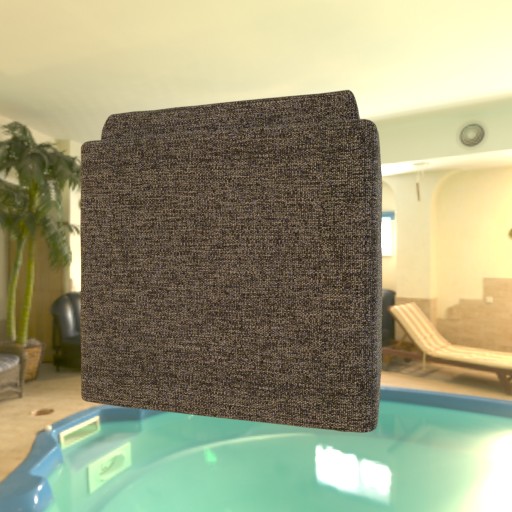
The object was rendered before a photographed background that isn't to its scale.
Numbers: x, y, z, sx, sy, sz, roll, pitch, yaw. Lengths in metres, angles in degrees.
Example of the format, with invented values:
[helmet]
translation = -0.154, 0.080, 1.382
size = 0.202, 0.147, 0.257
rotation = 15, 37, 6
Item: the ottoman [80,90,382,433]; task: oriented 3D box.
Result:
[ottoman]
translation = 0.000, 0.000, 0.824
size = 0.450, 0.463, 0.450
rotation = 0, 0, 17
